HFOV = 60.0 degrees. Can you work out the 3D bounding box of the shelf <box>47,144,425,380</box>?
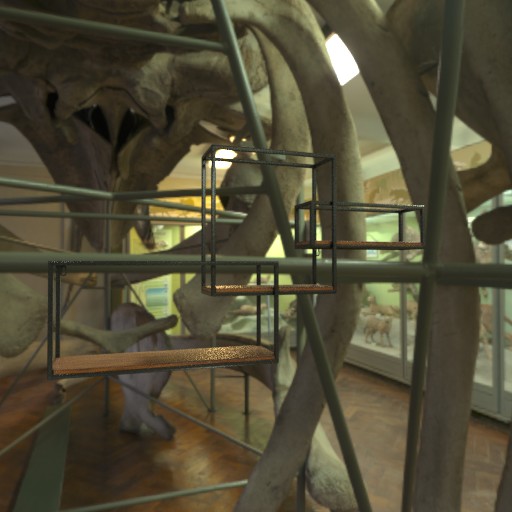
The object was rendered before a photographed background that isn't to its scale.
[{"bbox_3d":[0.000,0.000,2.120,1.781,0.972,0.275,0,-1,-18],"label":"shelf"}]
